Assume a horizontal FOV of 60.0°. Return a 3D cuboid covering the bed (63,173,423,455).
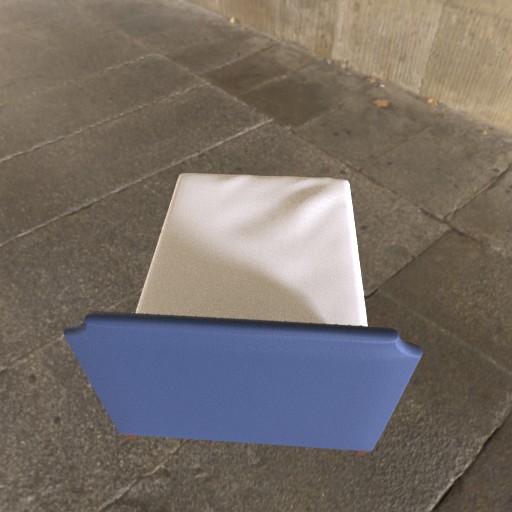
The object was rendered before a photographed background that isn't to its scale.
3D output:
[{"bbox_3d":[0.000,0.000,3.305,1.712,1.443,2.372,3,46,3],"label":"bed"}]
